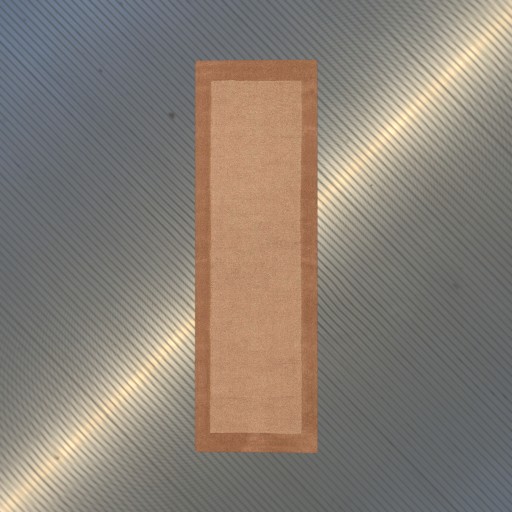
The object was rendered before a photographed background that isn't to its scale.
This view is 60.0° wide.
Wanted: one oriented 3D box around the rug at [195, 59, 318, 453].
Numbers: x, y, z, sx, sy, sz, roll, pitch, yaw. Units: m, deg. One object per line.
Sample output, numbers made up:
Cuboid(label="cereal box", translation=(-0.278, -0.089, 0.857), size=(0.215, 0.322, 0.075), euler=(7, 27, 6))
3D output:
Cuboid(label="rug", translation=(0.000, 0.000, 2.757), size=(0.764, 0.017, 2.439), euler=(0, 90, 1))
